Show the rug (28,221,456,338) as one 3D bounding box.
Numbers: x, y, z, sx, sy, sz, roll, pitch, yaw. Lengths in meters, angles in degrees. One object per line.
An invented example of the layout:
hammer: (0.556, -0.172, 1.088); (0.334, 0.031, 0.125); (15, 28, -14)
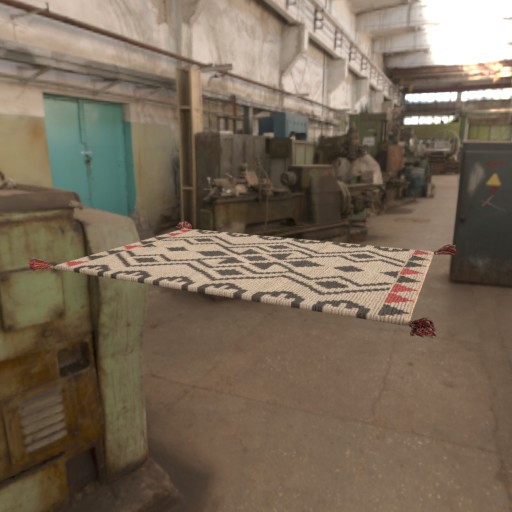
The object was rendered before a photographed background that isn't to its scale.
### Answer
rug: (0.000, 0.000, 2.542); (2.069, 0.067, 1.444); (7, 15, 25)
